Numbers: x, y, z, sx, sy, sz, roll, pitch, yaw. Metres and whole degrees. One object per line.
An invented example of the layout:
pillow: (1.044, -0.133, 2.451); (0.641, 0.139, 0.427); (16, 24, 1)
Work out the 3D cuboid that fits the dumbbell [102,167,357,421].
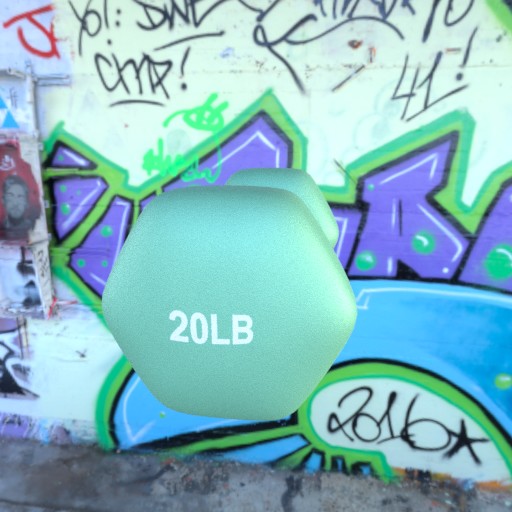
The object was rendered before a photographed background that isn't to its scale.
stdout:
dumbbell: (0.000, 0.000, 0.321); (0.129, 0.117, 0.260); (2, 14, 8)
